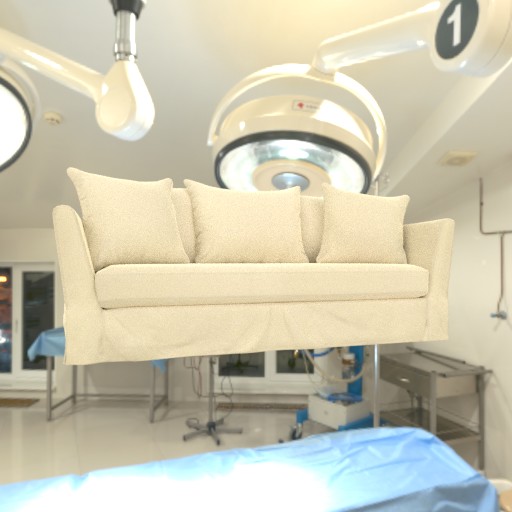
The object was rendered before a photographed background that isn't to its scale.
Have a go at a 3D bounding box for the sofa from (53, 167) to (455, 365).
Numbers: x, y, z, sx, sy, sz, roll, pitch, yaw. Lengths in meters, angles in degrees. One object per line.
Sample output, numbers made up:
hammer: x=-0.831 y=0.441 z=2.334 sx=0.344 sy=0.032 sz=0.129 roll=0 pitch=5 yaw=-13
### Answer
sofa: x=0.000 y=0.000 z=2.857 sx=2.290 sy=1.034 sz=1.031 roll=0 pitch=-1 yaw=-18
